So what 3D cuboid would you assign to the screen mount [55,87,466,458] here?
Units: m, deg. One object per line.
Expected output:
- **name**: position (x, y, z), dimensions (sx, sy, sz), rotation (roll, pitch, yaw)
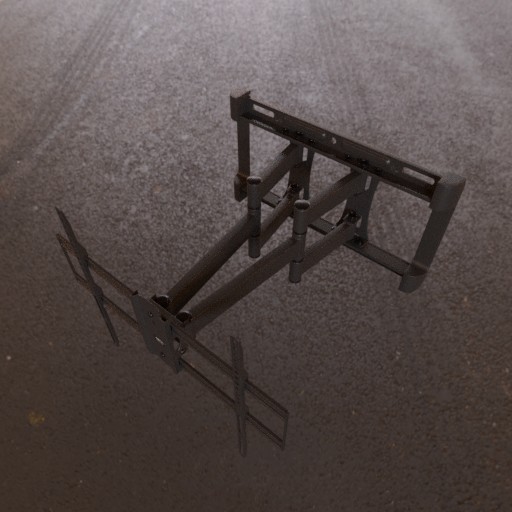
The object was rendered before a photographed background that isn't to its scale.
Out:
- **screen mount**: position (0.000, 0.000, 1.083), dimensions (0.661, 0.491, 0.644), rotation (31, 54, 26)
